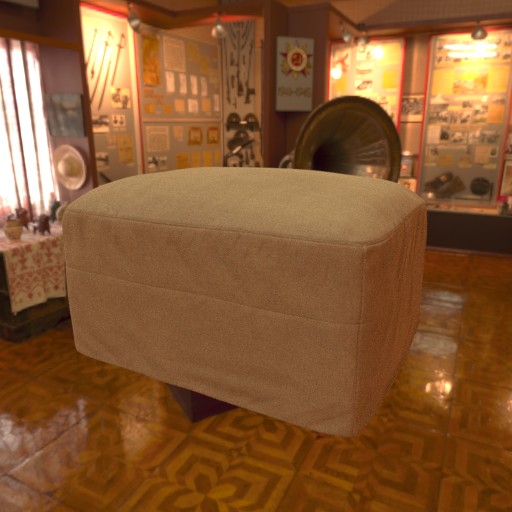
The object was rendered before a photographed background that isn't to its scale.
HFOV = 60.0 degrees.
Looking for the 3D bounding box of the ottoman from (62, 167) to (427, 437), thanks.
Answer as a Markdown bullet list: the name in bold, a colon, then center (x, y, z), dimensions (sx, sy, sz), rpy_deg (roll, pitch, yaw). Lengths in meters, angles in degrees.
- **ottoman**: center (0.000, 0.000, 1.243), dimensions (0.837, 0.481, 0.683), rpy_deg (9, 18, 27)
